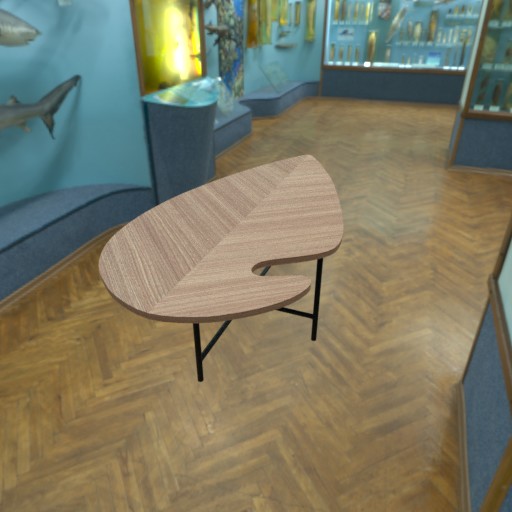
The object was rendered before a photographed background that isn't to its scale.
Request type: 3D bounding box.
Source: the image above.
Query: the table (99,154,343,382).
[{"bbox_3d":[0.000,0.000,1.488,0.598,0.360,1.199,11,31,19],"label":"table"}]
